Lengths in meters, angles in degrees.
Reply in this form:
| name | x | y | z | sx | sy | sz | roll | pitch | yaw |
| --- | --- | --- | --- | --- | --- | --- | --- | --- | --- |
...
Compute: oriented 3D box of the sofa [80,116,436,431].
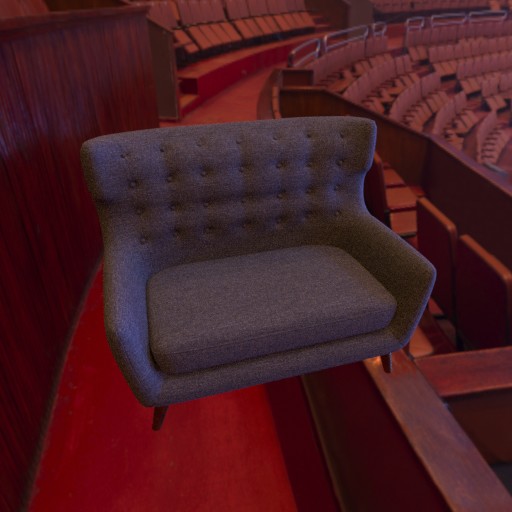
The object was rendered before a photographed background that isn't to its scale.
| name | x | y | z | sx | sy | sz | roll | pitch | yaw |
| --- | --- | --- | --- | --- | --- | --- | --- | --- | --- |
| sofa | 0.000 | 0.000 | 2.020 | 1.358 | 1.028 | 0.874 | -9 | 32 | -15 |
